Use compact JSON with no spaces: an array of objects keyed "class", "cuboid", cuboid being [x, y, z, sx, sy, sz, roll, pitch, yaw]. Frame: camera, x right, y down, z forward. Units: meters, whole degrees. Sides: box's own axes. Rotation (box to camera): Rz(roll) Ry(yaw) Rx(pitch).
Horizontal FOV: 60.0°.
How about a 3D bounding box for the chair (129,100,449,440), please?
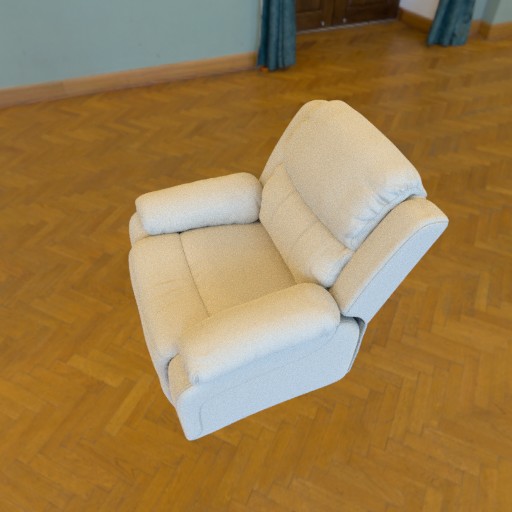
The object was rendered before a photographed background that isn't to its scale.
[{"class":"chair","cuboid":[0.000,0.000,1.269,0.709,0.702,0.680,-15,48,-14]}]
